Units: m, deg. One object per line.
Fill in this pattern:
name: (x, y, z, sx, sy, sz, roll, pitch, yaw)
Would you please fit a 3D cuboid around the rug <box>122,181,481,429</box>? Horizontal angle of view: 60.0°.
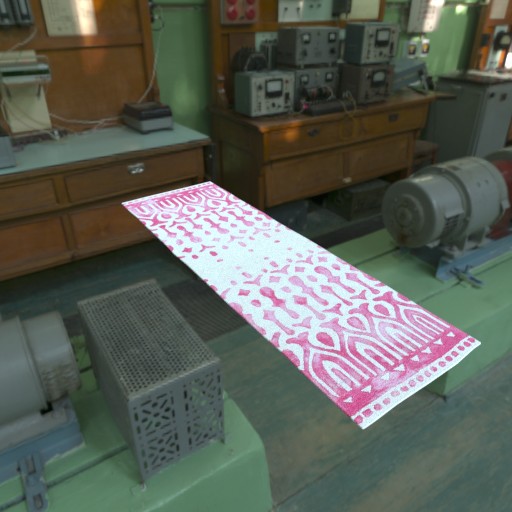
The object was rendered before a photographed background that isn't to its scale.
rug: (0.000, 0.000, 2.649, 0.787, 0.011, 2.458, -19, 35, -29)
